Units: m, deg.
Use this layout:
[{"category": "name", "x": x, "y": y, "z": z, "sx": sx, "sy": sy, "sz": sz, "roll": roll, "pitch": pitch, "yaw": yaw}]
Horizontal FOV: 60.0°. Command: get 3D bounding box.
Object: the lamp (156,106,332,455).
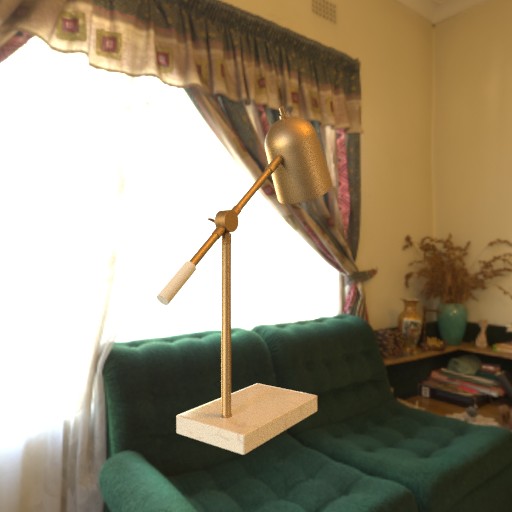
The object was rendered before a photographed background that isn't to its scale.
[{"category": "lamp", "x": 0.000, "y": 0.000, "z": 0.820, "sx": 0.144, "sy": 0.603, "sz": 0.471, "roll": 0, "pitch": 0, "yaw": 36}]
